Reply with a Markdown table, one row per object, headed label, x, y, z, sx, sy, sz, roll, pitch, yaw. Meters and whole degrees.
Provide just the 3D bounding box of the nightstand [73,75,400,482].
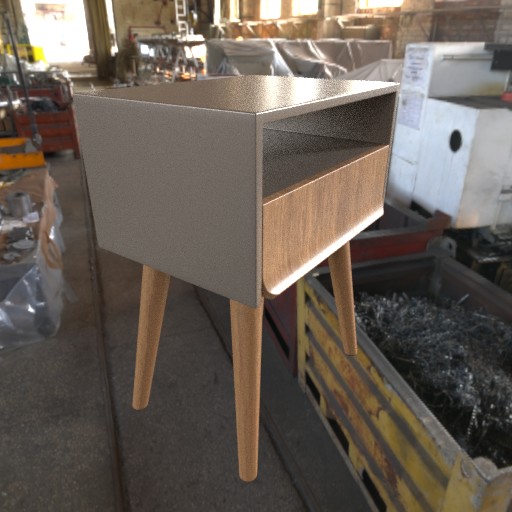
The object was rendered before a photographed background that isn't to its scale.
| label | x | y | z | sx | sy | sz | roll | pitch | yaw |
| --- | --- | --- | --- | --- | --- | --- | --- | --- | --- |
| nightstand | 0.000 | 0.000 | 0.712 | 0.288 | 0.508 | 0.370 | 18 | 31 | 32 |
